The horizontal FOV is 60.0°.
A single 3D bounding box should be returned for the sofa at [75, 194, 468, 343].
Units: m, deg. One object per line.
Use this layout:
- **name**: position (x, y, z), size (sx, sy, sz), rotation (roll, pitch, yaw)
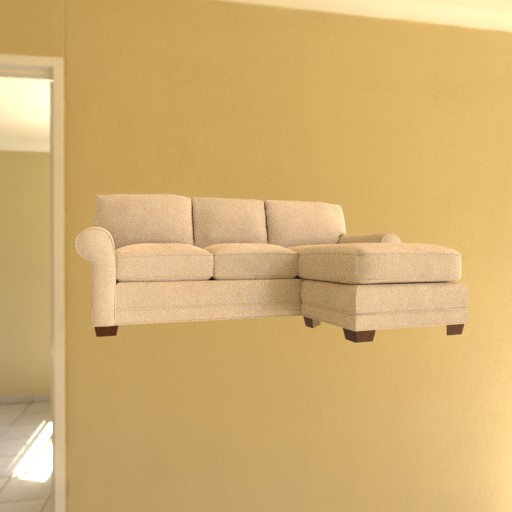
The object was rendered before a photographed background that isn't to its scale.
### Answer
- **sofa**: position (0.000, 0.000, 2.339), size (1.770, 0.734, 1.226), rotation (0, 0, -20)
